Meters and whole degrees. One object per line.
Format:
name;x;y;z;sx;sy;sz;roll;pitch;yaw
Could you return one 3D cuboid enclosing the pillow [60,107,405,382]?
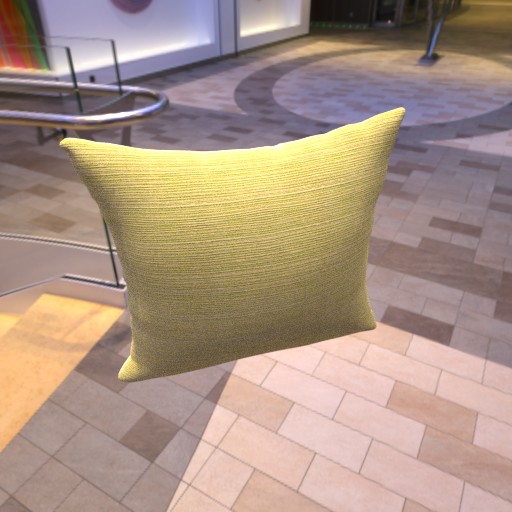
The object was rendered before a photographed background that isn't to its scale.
pillow;0.000;0.000;0.799;0.560;0.487;0.229;-9;34;-14
